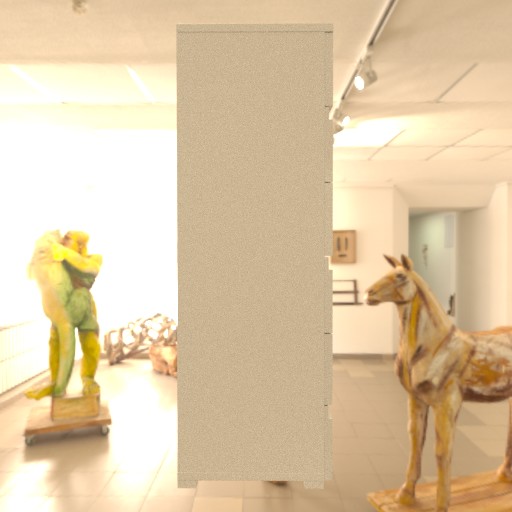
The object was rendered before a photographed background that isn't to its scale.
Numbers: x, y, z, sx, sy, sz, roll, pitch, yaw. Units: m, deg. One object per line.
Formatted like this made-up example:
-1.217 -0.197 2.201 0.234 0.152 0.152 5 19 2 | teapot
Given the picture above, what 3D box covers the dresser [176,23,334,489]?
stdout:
0.000 0.000 1.458 0.400 1.190 0.650 0 1 0 | dresser
